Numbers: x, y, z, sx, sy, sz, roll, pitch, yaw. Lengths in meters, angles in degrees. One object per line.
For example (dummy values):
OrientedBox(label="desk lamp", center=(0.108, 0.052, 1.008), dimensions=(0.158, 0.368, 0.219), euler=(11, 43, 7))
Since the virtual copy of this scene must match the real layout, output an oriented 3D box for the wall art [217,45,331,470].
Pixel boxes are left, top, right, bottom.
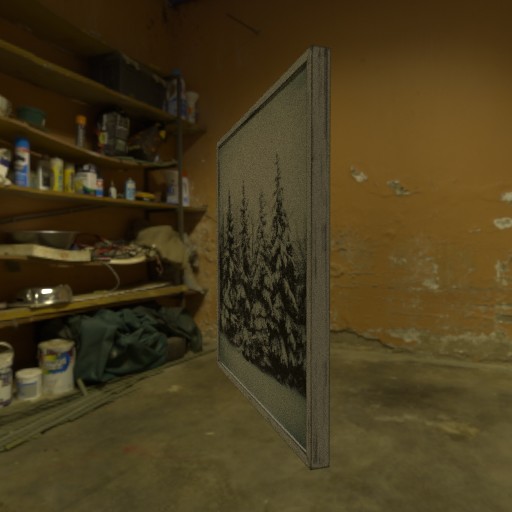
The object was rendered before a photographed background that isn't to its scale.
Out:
OrientedBox(label="wall art", center=(0.000, 0.000, 1.159), dimensions=(0.037, 0.761, 0.761), euler=(0, 1, -18))
